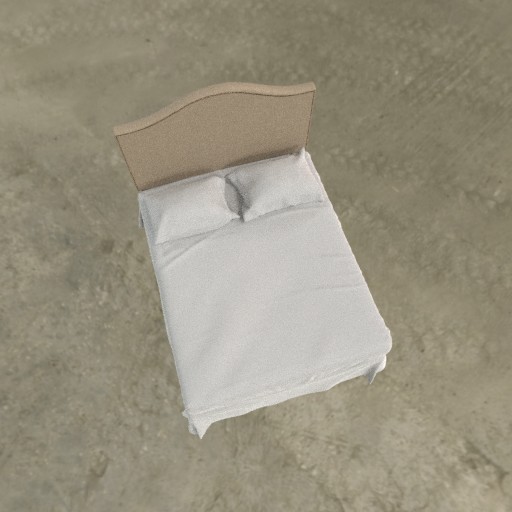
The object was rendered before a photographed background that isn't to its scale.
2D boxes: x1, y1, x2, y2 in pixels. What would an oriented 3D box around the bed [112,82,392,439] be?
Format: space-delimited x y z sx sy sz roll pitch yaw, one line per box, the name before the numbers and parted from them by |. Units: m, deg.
bed | 0.000 0.000 3.511 1.876 1.645 2.221 -15 65 -7
